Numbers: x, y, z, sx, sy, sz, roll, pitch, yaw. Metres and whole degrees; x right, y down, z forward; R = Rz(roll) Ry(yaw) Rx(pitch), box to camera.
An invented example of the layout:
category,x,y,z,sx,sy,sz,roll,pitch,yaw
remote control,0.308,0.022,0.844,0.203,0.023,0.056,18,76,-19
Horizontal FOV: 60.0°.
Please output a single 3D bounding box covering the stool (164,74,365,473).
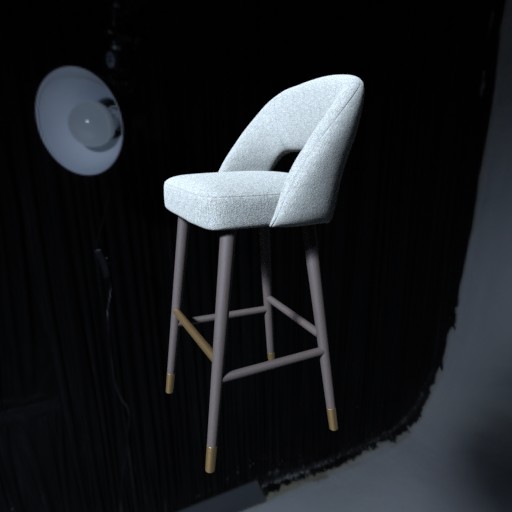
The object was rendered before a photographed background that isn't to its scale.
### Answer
category,x,y,z,sx,sy,sz,roll,pitch,yaw
stool,0.000,0.000,1.406,0.524,1.089,0.536,-7,17,-25
